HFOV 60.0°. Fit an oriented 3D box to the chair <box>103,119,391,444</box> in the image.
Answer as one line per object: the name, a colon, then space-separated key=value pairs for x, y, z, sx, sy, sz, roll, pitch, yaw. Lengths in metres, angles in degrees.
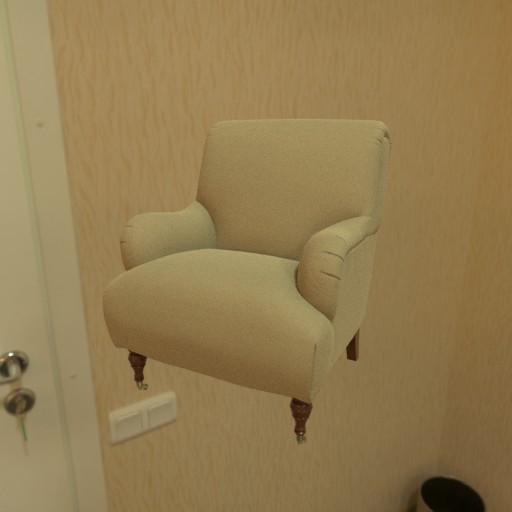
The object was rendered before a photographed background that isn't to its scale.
chair: x=0.000 y=0.000 z=1.587 sx=0.766 sy=0.942 sz=0.842 roll=8 pitch=19 yaw=26
